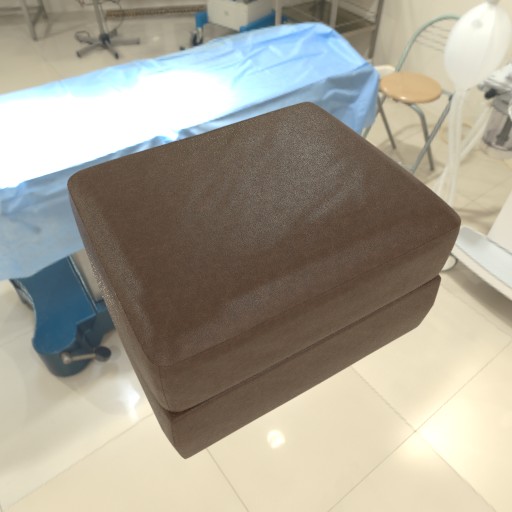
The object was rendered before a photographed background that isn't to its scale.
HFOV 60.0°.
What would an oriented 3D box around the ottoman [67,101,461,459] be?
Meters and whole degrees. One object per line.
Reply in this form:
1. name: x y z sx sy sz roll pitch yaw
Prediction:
1. ottoman: 0.000 0.000 1.123 0.751 0.476 0.603 -23 52 -20
